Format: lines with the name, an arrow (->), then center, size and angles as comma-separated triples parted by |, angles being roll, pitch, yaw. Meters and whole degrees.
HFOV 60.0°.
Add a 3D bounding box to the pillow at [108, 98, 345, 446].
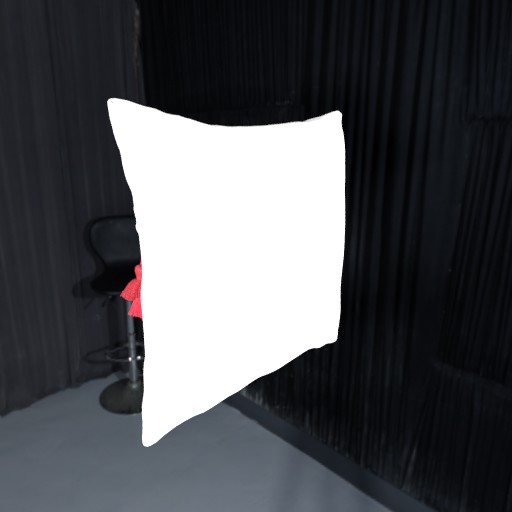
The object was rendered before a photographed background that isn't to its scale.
pillow -> 0.000, 0.000, 0.679 | 0.173, 0.436, 0.433 | 15, 21, 43
